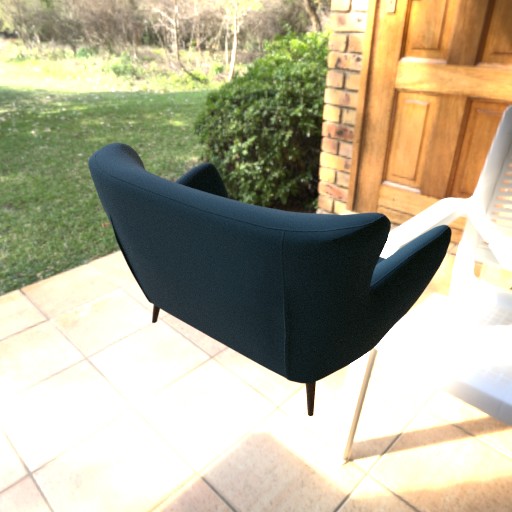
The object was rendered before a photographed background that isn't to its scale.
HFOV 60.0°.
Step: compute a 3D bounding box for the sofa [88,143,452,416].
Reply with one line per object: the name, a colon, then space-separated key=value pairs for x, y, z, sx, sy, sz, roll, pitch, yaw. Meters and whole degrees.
sofa: x=0.000 y=0.000 z=1.962 sx=1.397 sy=0.889 sz=0.889 roll=21 pitch=36 yaw=33
